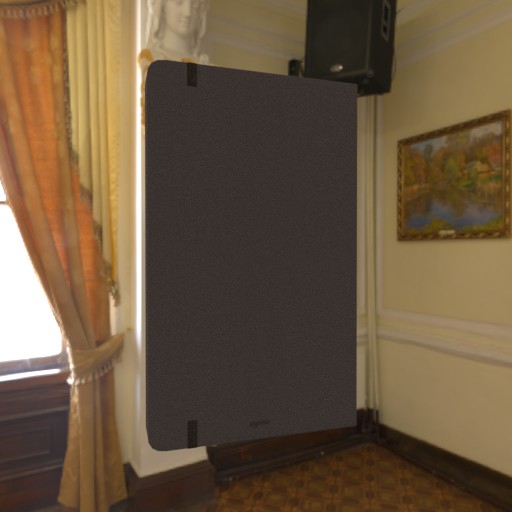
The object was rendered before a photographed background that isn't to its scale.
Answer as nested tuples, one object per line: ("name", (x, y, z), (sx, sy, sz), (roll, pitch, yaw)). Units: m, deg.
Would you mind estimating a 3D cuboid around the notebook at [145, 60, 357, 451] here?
("notebook", (0.000, 0.000, 0.263), (0.127, 0.213, 0.016), (0, 1, -18))
